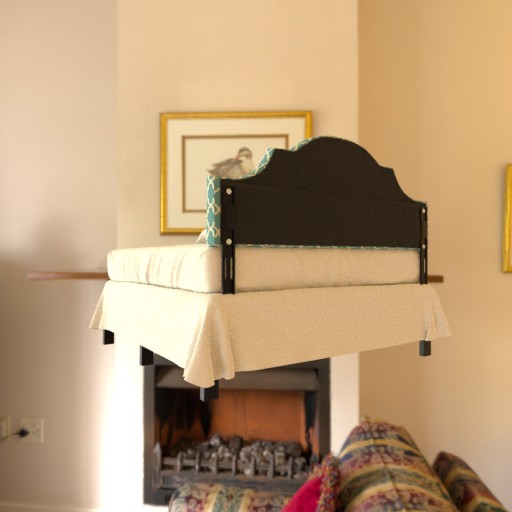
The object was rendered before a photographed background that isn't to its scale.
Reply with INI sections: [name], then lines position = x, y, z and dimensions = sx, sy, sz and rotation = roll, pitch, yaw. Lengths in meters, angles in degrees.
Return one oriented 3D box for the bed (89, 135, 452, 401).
[bed]
position = 0.000, 0.000, 3.785
dimensions = 2.314, 1.601, 2.222
rotation = 0, 0, -34
